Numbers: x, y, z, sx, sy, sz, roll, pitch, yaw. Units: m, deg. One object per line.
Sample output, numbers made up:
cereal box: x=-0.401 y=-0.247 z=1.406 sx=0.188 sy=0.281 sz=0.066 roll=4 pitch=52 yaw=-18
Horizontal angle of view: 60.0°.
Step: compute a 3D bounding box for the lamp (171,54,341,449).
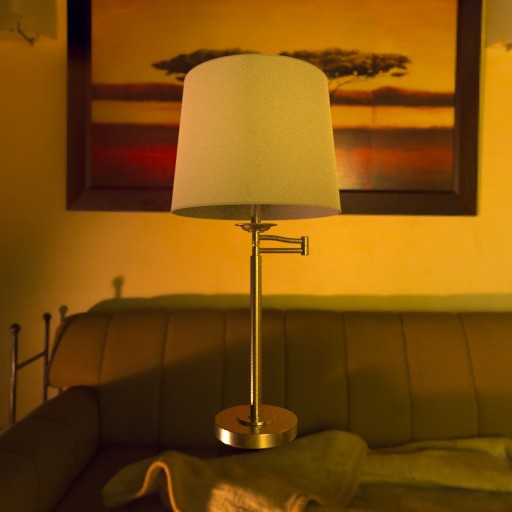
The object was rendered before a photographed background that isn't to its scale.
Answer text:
lamp: x=0.000 y=0.000 z=0.880 sx=0.333 sy=0.696 sz=0.333 roll=0 pitch=0 yaw=0
